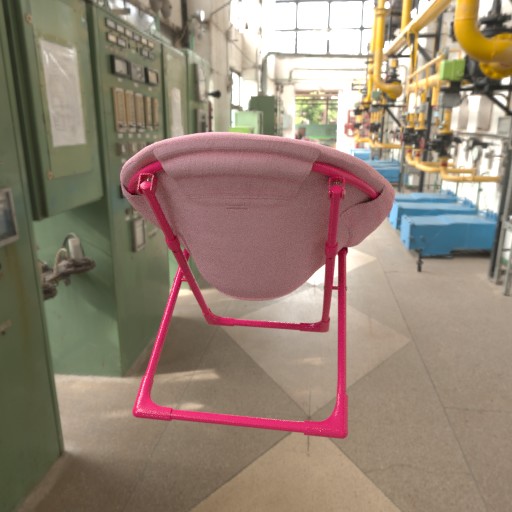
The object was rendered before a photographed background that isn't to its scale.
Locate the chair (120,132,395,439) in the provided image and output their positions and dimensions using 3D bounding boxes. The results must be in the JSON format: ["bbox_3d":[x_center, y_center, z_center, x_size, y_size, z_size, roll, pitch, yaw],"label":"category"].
[{"bbox_3d":[0.000,0.000,0.907,0.522,0.494,0.459,3,17,9],"label":"chair"}]
